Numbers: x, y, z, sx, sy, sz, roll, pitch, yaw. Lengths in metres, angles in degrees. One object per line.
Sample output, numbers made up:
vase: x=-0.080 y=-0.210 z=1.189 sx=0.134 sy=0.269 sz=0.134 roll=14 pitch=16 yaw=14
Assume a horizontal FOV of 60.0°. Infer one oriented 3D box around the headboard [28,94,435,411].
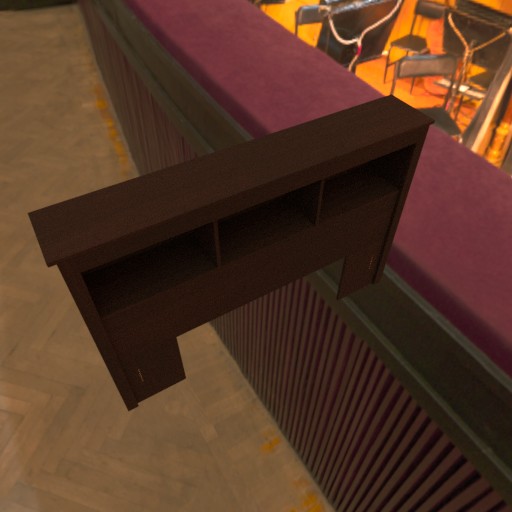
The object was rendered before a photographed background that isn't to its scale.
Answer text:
headboard: x=0.000 y=0.000 z=2.139 sx=1.671 sy=1.092 sz=0.279 roll=-23 pitch=51 yaw=-20
